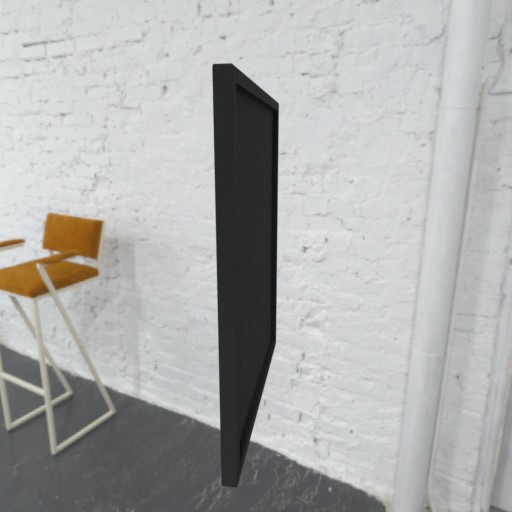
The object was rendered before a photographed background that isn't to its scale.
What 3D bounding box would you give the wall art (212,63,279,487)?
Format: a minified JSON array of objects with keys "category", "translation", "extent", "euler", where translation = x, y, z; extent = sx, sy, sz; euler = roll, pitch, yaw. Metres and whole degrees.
[{"category":"wall art","translation":[0.000,0.000,0.717],"extent":[0.021,0.508,0.432],"euler":[2,14,9]}]
